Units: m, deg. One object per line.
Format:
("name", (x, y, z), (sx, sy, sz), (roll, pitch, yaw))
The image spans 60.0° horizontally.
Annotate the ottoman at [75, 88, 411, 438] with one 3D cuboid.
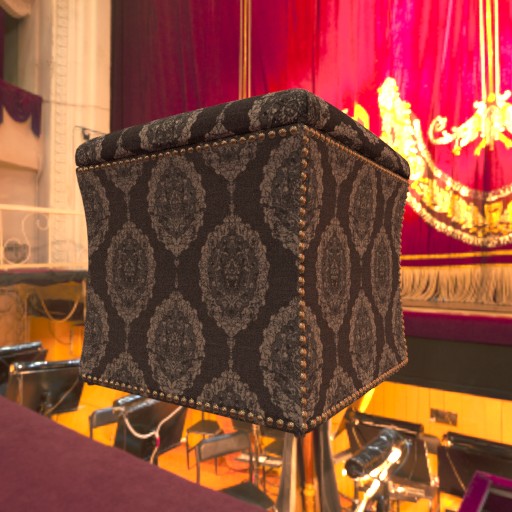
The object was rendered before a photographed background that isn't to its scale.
("ottoman", (0.000, 0.000, 0.877), (0.497, 0.475, 0.507), (-1, -1, 34))
